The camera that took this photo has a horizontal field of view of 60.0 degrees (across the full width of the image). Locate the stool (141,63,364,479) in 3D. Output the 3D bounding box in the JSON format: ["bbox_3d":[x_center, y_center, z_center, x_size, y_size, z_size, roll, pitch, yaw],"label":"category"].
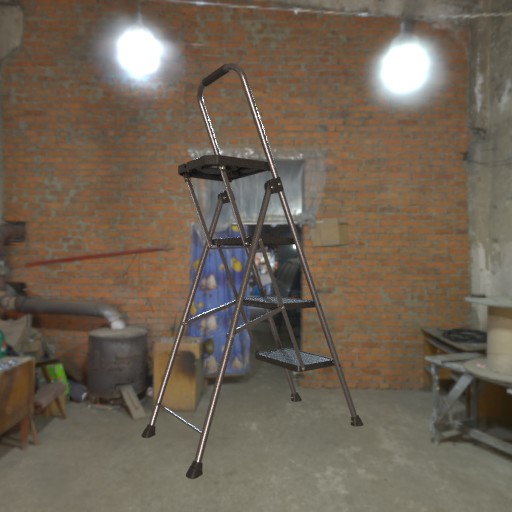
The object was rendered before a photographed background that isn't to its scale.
[{"bbox_3d":[0.000,0.000,1.632,0.733,1.277,0.396,0,-1,-35],"label":"stool"}]
